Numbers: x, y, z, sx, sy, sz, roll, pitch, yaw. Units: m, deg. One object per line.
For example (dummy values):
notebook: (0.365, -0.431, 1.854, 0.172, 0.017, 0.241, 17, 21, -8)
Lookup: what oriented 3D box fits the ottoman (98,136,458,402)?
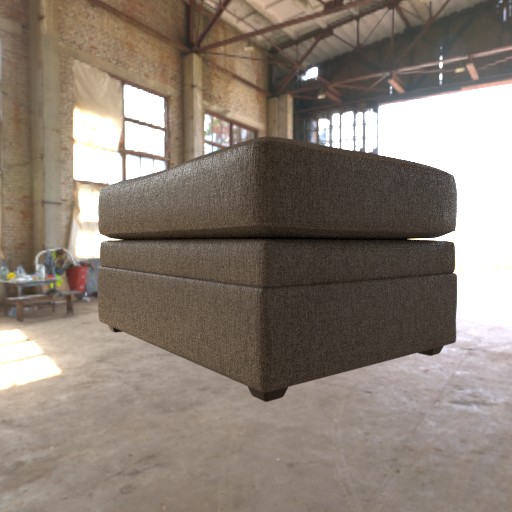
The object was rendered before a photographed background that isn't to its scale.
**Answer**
ottoman: (0.000, 0.000, 1.235, 0.637, 0.478, 0.885, -1, 2, -37)
